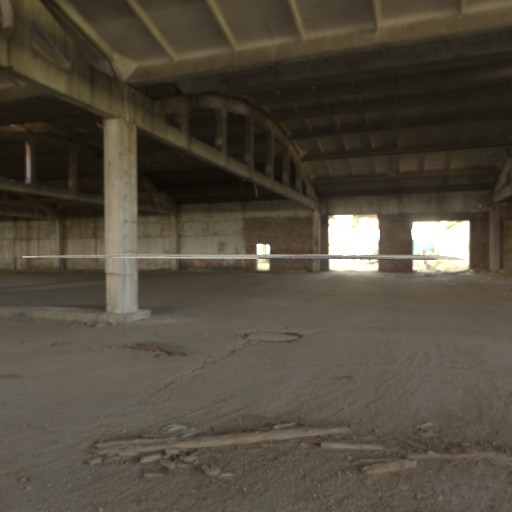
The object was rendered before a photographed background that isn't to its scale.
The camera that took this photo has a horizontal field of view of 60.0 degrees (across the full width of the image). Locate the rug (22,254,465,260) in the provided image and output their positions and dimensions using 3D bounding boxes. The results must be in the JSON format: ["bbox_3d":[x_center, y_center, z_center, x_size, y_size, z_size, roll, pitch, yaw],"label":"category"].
[{"bbox_3d":[0.000,0.000,2.282,1.828,0.005,1.220,0,1,19],"label":"rug"}]
